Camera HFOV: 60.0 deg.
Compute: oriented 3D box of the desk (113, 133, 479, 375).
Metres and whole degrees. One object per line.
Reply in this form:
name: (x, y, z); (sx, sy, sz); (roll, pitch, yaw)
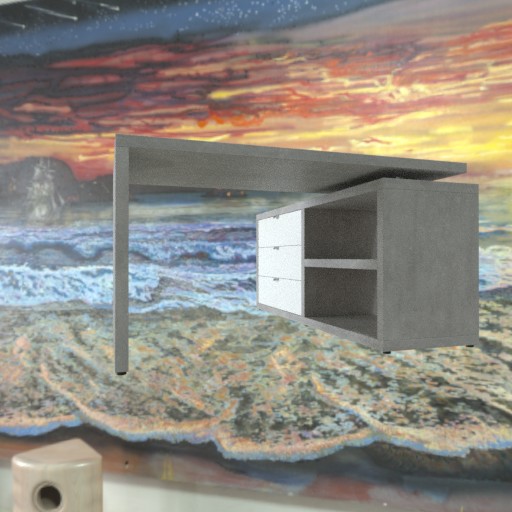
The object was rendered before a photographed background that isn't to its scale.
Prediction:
desk: (0.000, 0.000, 2.281); (1.400, 0.740, 1.500); (0, 0, -18)
